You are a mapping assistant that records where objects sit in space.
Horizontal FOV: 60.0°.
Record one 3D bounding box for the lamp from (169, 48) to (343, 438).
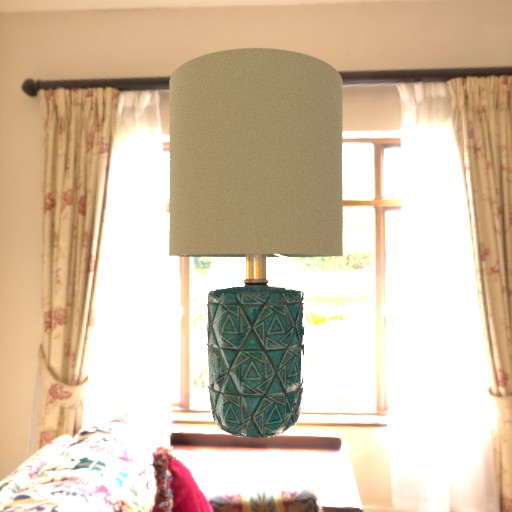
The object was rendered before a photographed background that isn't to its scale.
[{"bbox_3d":[0.000,0.000,0.498,0.193,0.377,0.193,1,-1,-35],"label":"lamp"}]
